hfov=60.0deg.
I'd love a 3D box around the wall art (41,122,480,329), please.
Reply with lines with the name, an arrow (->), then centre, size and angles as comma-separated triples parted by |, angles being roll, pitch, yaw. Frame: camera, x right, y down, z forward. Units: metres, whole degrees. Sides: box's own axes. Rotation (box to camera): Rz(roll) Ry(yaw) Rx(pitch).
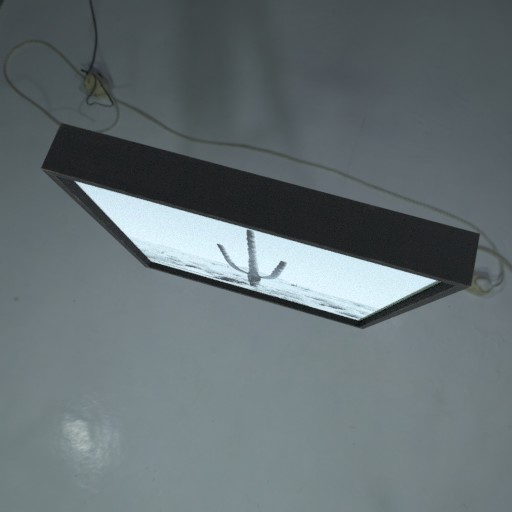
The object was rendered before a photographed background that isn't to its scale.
wall art -> 0.000, 0.000, 0.453 | 0.305, 0.305, 0.038 | 16, 76, 4
